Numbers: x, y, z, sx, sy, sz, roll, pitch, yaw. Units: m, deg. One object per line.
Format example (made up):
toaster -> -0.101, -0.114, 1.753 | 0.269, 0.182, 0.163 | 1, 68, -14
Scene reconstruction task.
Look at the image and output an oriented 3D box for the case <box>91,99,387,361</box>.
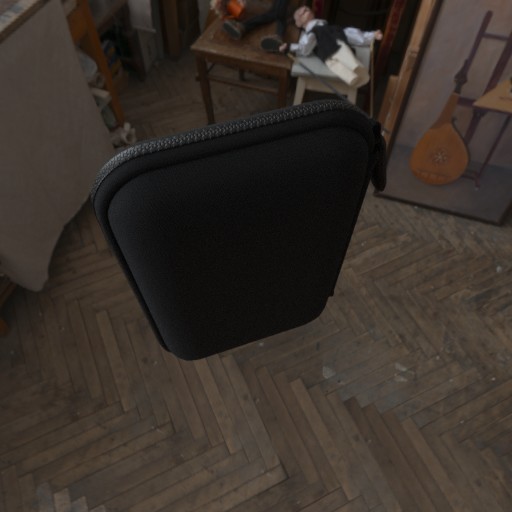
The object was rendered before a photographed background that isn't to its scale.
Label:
case -> 0.000, 0.000, 0.192 | 0.107, 0.147, 0.030 | -16, 59, -10
